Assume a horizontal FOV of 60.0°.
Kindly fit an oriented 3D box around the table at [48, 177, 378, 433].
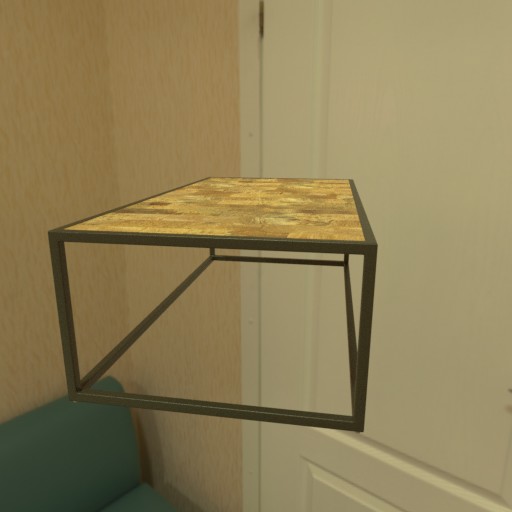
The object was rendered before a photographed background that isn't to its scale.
[{"bbox_3d":[0.000,0.000,1.464,0.649,0.398,1.199,3,16,10],"label":"table"}]
